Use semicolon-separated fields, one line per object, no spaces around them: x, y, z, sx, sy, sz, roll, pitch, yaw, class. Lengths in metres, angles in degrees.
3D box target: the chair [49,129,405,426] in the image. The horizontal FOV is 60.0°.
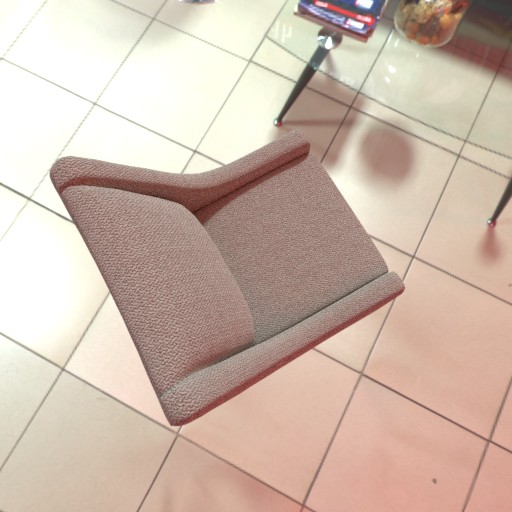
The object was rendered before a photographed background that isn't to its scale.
0.000;0.000;1.612;0.870;1.014;0.774;-29;77;-7;chair
